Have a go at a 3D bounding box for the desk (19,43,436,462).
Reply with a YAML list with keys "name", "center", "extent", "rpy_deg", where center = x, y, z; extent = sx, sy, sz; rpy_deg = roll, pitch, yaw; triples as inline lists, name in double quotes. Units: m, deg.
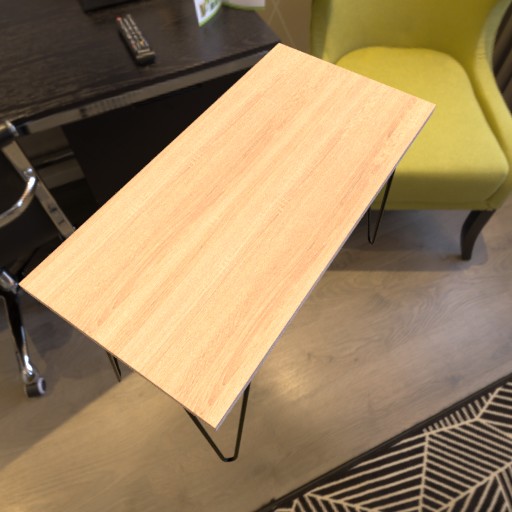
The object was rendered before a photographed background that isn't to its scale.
- name: "desk"
  center: [0.000, 0.000, 1.326]
  extent: [0.499, 0.660, 0.991]
  rpy_deg: [30, 63, 17]
